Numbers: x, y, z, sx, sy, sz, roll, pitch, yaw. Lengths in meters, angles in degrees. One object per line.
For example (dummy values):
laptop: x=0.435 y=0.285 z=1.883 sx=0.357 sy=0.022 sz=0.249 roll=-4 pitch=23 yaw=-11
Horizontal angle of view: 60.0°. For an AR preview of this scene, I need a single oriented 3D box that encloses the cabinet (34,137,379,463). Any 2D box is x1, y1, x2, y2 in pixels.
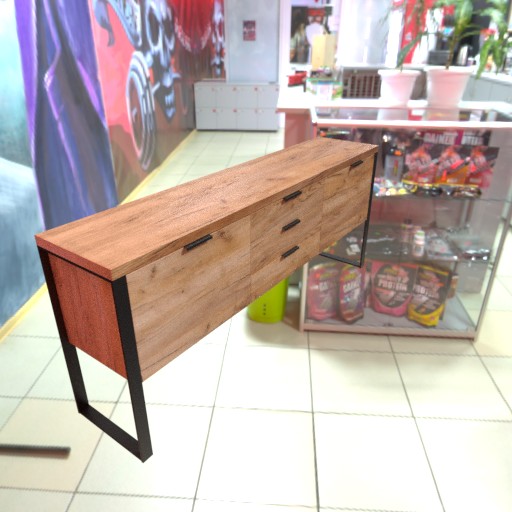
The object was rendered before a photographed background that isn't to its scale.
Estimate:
cabinet: x=0.000 y=0.000 z=2.101 sx=0.395 sy=0.762 sz=1.800 roll=19 pitch=32 yaw=32
